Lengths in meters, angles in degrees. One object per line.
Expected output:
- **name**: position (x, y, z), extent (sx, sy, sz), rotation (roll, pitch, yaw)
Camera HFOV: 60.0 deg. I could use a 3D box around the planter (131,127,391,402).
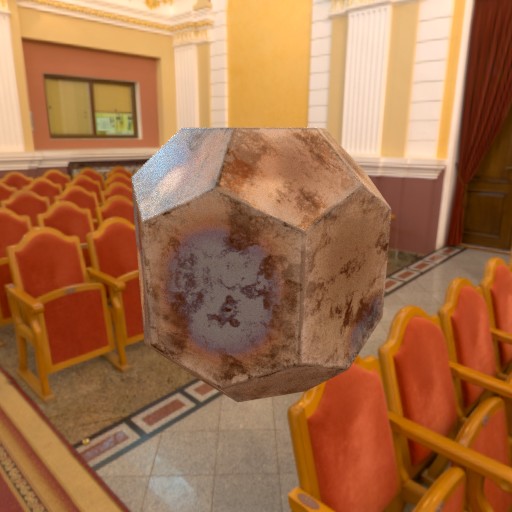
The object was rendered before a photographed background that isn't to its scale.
- **planter**: position (0.000, 0.000, 0.428), extent (0.221, 0.238, 0.243), rotation (15, 22, 42)
